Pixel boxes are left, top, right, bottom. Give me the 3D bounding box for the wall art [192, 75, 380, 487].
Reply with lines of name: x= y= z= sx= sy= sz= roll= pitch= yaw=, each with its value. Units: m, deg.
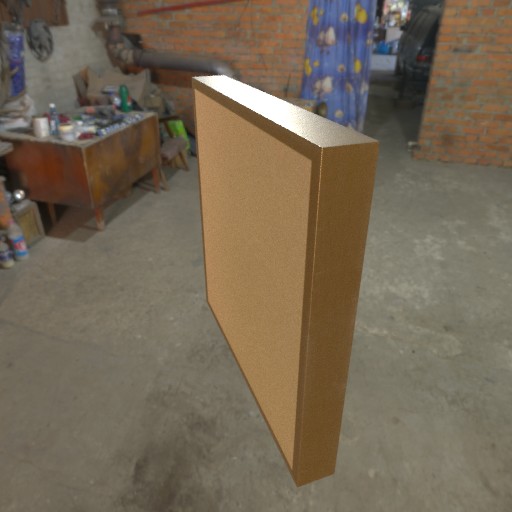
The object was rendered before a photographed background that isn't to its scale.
wall art: x=0.000 y=0.000 z=0.450 sx=0.038 sy=0.305 sz=0.306 roll=-11 pitch=31 yaw=-18
